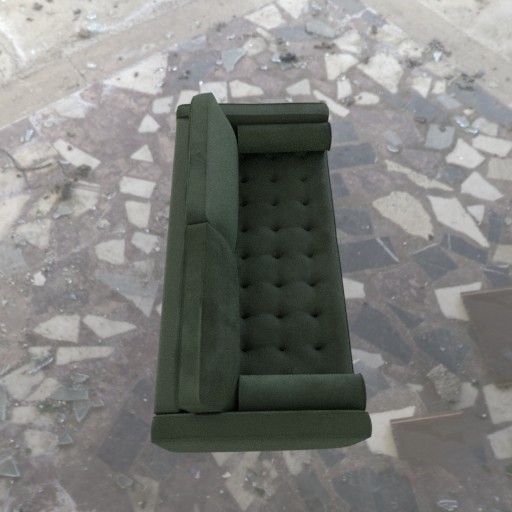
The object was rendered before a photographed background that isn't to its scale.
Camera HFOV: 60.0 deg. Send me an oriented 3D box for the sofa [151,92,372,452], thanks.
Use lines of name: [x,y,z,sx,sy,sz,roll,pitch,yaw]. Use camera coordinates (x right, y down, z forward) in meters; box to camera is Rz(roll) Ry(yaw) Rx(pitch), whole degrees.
sofa: [0.000,0.000,2.357,0.916,0.772,1.880,-1,63,-1]
